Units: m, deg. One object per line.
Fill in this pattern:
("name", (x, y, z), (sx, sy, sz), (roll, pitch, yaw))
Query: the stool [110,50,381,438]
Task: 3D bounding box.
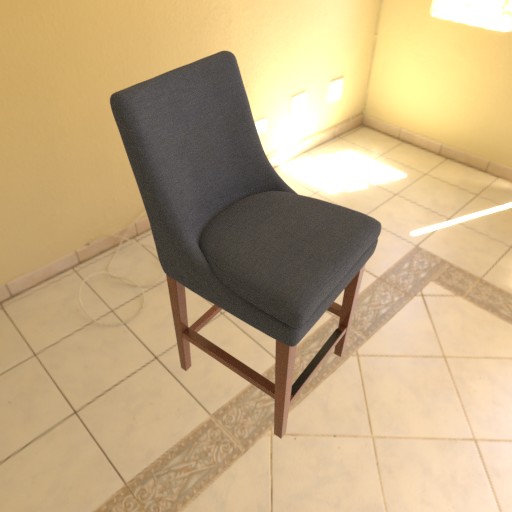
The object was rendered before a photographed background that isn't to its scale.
("stool", (0.000, 0.000, 1.320), (0.577, 0.981, 0.470), (26, 48, 27))
